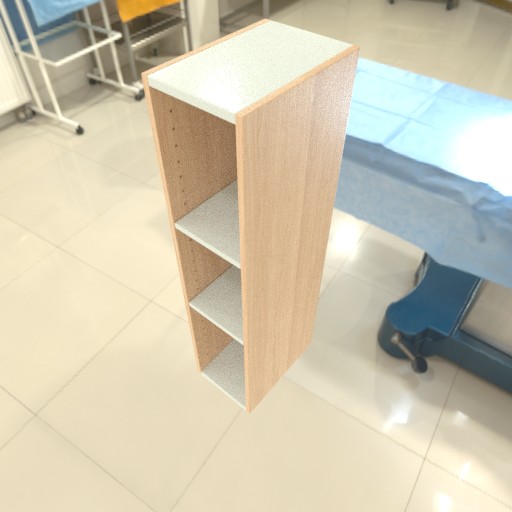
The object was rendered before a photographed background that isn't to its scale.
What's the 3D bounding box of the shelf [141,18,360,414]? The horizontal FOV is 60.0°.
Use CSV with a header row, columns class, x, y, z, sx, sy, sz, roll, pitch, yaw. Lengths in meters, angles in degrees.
class,x,y,z,sx,sy,sz,roll,pitch,yaw
shelf,0.000,0.000,1.002,0.197,0.882,0.290,31,54,26
